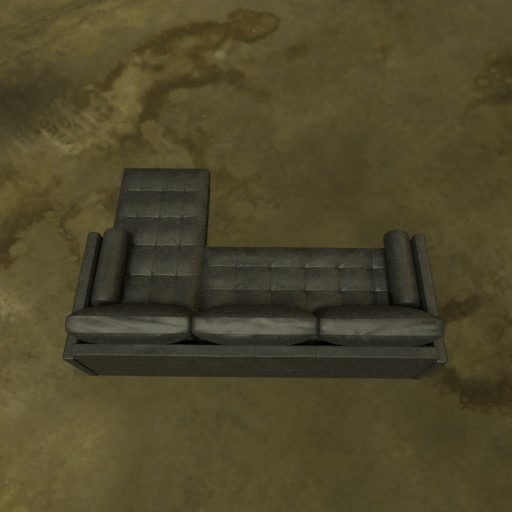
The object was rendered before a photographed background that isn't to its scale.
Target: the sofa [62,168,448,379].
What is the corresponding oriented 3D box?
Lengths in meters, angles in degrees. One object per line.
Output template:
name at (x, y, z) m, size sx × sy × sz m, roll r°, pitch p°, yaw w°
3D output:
sofa at (0.000, 0.000, 2.960) m, size 2.178 × 0.876 × 1.497 m, roll 0°, pitch 63°, yaw 0°
